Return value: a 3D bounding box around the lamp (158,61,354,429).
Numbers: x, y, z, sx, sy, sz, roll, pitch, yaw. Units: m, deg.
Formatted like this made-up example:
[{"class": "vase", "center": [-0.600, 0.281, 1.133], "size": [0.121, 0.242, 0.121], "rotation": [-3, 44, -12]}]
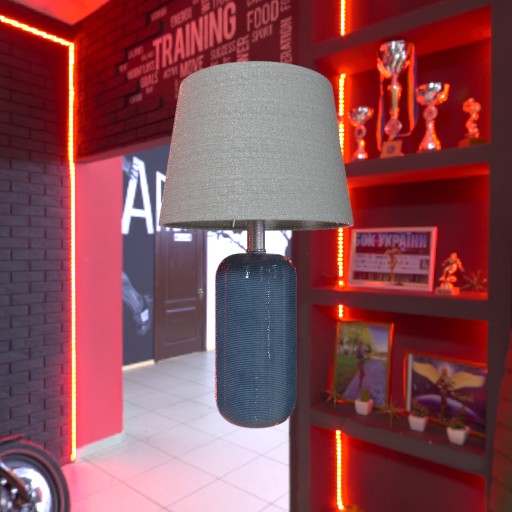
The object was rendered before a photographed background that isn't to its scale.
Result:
[{"class": "lamp", "center": [0.000, 0.000, 0.587], "size": [0.253, 0.428, 0.253], "rotation": [0, 1, 0]}]
